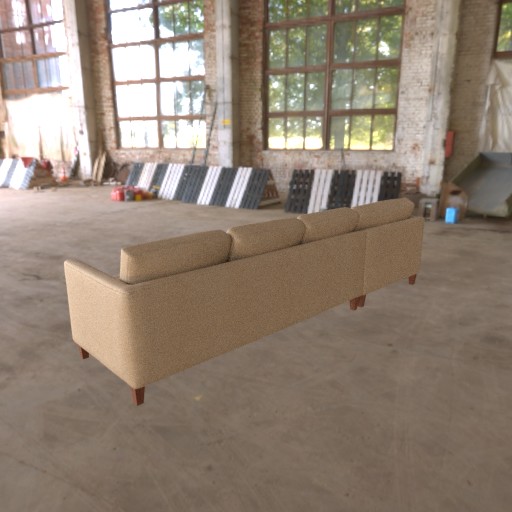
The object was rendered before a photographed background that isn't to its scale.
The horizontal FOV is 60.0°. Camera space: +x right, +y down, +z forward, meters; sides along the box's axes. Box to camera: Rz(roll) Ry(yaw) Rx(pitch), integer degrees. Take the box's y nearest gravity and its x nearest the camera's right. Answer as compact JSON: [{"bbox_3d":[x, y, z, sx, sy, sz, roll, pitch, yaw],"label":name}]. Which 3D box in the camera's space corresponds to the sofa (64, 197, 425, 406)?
[{"bbox_3d":[0.000,0.000,3.857,3.201,0.876,1.502,-14,20,-41],"label":"sofa"}]
